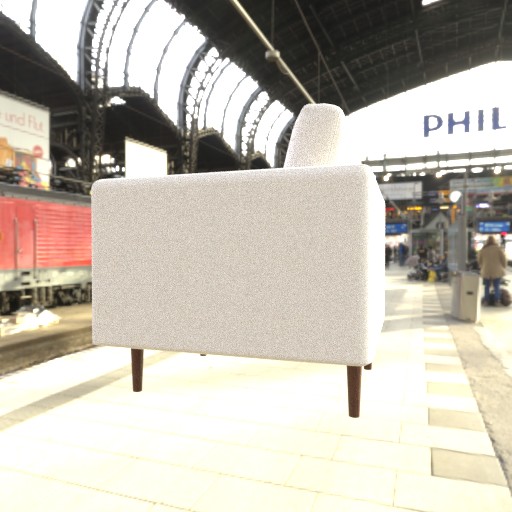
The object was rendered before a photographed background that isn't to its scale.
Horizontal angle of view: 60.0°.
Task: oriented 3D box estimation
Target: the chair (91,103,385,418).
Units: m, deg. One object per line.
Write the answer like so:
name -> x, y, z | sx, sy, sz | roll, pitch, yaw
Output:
chair -> 0.000, 0.000, 1.619 | 0.879, 0.899, 0.831 | 0, 1, 18
